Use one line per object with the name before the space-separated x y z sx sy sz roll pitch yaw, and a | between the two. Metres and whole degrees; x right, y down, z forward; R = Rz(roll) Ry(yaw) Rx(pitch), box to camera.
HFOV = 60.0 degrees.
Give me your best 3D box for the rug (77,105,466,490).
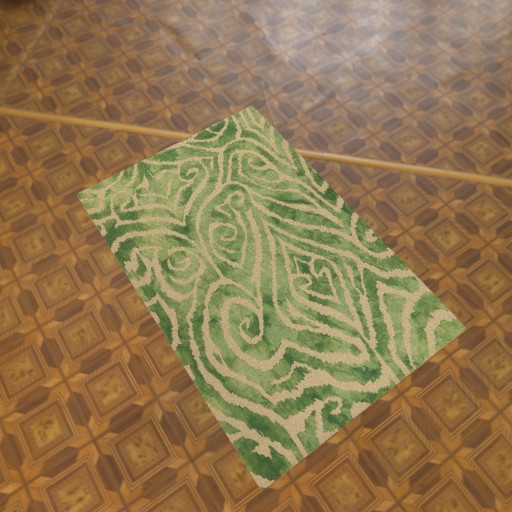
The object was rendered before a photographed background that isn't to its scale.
rug | 0.000 0.000 2.341 1.220 0.006 1.826 -32 67 -16
